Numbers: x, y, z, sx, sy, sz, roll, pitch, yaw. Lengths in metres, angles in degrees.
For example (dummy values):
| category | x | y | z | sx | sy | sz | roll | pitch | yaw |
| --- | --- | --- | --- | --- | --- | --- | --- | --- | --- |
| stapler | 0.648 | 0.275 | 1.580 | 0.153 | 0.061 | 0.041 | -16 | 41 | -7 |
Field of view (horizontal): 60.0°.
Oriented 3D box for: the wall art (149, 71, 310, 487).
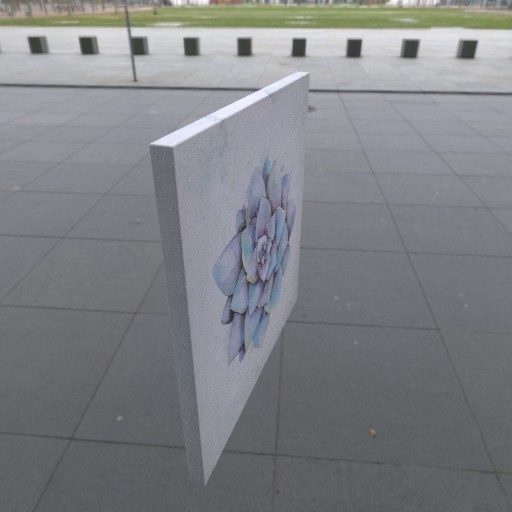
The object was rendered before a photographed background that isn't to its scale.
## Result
| category | x | y | z | sx | sy | sz | roll | pitch | yaw |
| --- | --- | --- | --- | --- | --- | --- | --- | --- | --- |
| wall art | 0.000 | 0.000 | 1.105 | 0.038 | 0.762 | 0.762 | 10 | 32 | 17 |
